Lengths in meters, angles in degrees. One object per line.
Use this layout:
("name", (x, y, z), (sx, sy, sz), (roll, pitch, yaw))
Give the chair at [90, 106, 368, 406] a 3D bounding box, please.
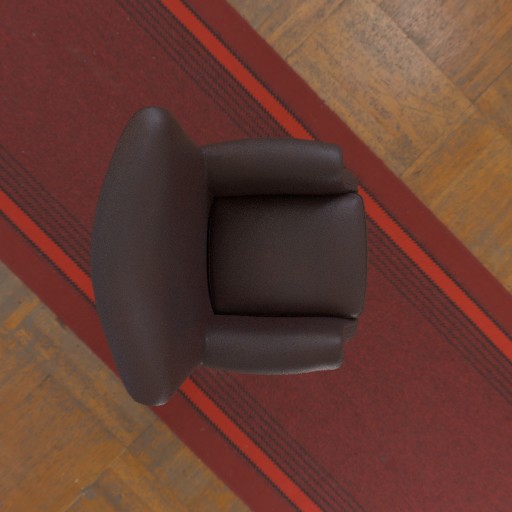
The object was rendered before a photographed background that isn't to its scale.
("chair", (0.000, 0.000, 1.366), (0.746, 0.800, 0.700), (0, 90, -1))
